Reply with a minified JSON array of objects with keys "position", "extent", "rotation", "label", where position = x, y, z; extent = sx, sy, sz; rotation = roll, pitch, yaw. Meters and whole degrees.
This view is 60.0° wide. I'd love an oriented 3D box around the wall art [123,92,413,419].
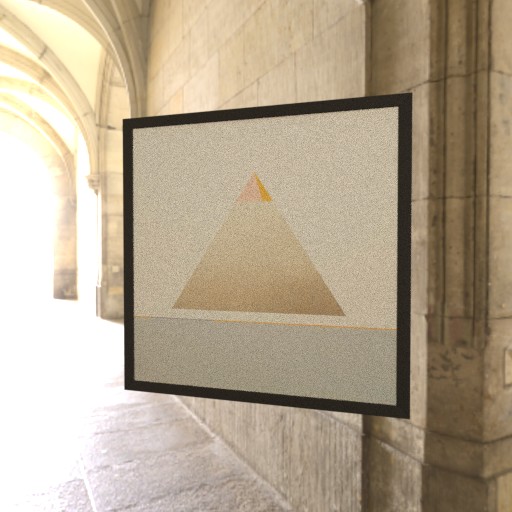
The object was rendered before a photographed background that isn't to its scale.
[{"position":[0.000,0.000,1.165],"extent":[0.769,0.766,0.042],"rotation":[0,1,16],"label":"wall art"}]
